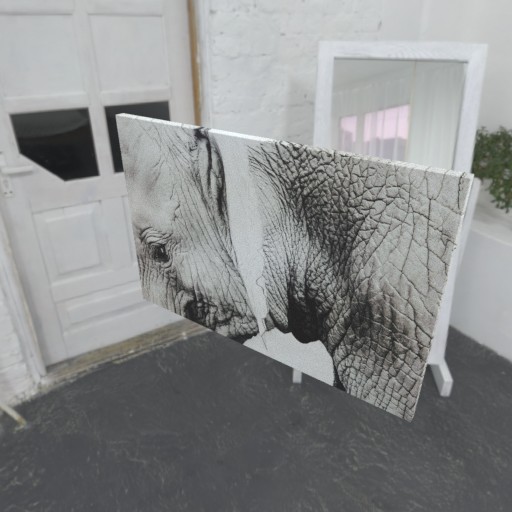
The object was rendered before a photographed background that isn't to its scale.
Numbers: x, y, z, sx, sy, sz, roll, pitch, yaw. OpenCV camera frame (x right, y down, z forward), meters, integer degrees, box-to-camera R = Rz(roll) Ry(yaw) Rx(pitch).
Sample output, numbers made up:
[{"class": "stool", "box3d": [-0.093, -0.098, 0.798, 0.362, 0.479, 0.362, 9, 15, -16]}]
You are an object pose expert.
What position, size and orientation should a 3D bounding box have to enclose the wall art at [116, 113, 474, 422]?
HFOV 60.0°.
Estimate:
[{"class": "wall art", "box3d": [0.000, 0.000, 1.429, 1.141, 0.758, 0.035, 19, 34, 30]}]
